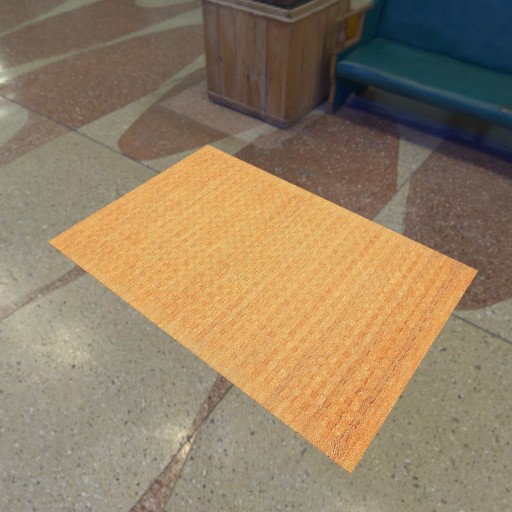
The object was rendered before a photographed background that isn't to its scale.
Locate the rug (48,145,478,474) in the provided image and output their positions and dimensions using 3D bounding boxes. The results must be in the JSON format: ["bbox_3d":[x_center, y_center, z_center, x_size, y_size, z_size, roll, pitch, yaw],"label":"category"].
[{"bbox_3d":[0.000,0.000,2.822,2.285,0.006,1.524,30,53,26],"label":"rug"}]
